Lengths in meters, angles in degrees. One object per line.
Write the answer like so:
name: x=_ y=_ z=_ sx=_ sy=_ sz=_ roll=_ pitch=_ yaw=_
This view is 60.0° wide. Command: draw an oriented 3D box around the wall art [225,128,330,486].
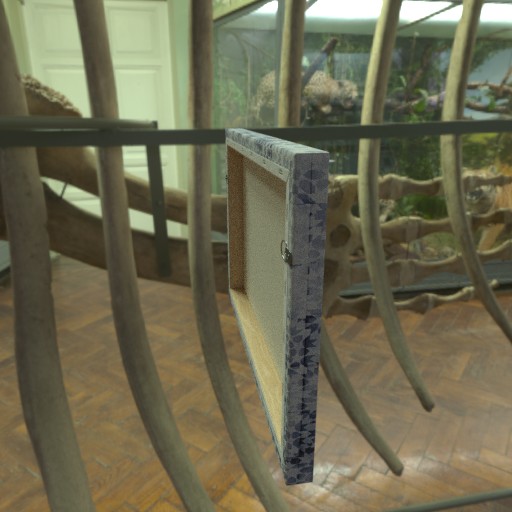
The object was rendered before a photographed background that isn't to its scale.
wall art: x=0.000 y=0.000 z=1.158 sx=0.057 sy=0.608 sz=0.911 roll=-3 pitch=19 yaw=-10
